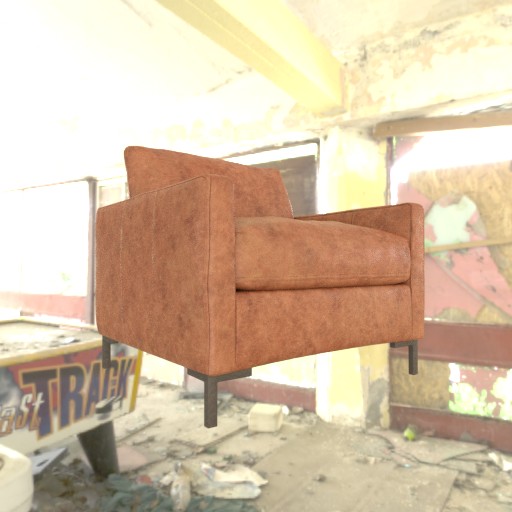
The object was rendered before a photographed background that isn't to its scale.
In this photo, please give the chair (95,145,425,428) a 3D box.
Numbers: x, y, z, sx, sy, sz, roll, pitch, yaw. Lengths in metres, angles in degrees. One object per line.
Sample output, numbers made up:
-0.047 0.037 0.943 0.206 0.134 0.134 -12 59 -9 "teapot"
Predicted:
0.000 0.000 1.675 0.967 0.869 0.862 1 -1 -37 "chair"
